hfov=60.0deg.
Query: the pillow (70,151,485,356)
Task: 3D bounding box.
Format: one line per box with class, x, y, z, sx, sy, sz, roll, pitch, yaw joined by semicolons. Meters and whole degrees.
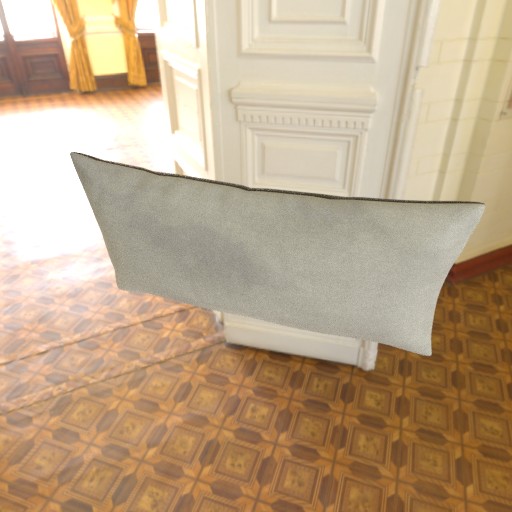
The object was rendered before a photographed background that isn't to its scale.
pillow;0.000;0.000;0.724;0.608;0.305;0.156;10;34;15
